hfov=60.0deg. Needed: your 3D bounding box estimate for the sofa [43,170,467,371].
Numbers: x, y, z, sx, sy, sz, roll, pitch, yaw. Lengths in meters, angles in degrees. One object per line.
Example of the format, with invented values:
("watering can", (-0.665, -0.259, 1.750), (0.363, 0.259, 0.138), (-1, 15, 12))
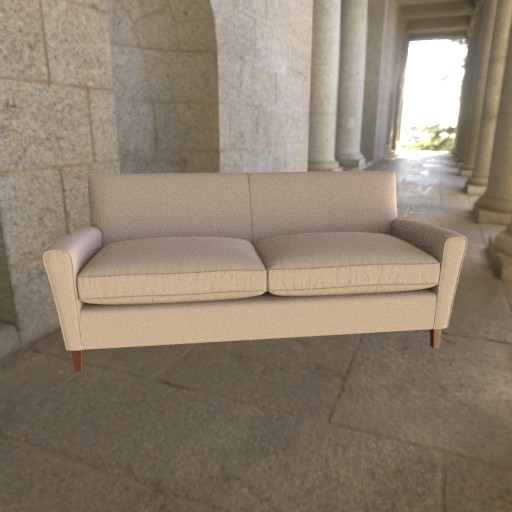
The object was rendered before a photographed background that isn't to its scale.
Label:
("sofa", (0.000, 0.000, 2.484), (2.000, 0.846, 0.875), (-2, 17, -7))
